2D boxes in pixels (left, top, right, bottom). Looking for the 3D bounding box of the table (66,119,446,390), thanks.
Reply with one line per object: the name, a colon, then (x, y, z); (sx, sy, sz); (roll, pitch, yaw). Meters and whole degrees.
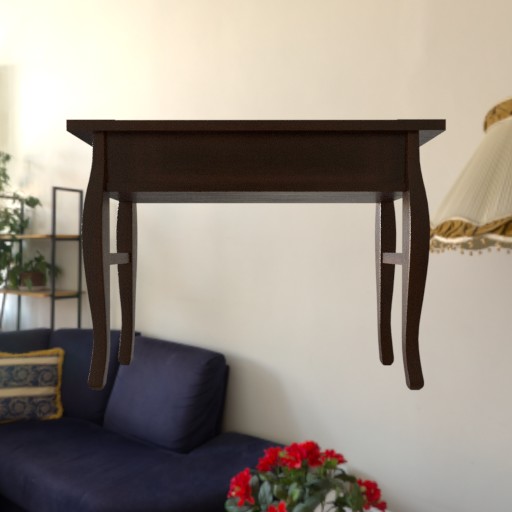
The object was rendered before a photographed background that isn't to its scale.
table: (0.000, 0.000, 1.421); (1.062, 0.768, 0.373); (0, 1, 0)
